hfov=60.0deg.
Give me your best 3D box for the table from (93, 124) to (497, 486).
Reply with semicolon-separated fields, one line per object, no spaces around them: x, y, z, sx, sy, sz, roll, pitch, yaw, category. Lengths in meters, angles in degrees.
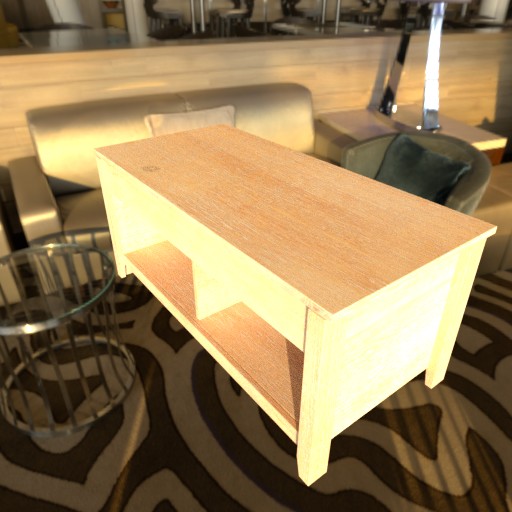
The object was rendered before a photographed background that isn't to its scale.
0.000;0.000;1.256;0.483;0.457;1.016;-22;37;-31;table
